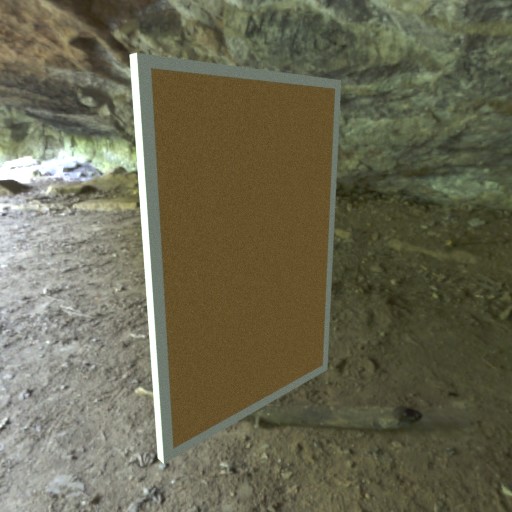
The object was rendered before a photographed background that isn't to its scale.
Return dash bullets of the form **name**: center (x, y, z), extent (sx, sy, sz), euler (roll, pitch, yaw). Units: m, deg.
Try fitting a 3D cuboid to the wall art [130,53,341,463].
- **wall art**: center (0.000, 0.000, 0.554), extent (0.303, 0.433, 0.013), euler (-14, 21, -42)
